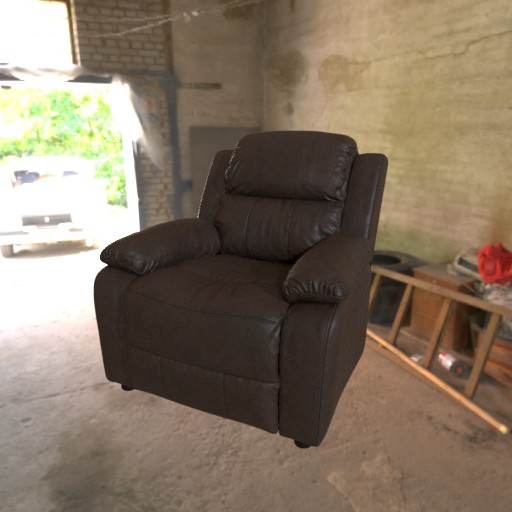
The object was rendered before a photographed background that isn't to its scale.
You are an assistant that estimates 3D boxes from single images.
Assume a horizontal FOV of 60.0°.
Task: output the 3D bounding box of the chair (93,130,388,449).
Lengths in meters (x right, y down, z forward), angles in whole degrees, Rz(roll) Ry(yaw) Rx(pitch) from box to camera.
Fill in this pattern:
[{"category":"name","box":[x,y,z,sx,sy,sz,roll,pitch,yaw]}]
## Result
[{"category":"chair","box":[0.000,0.000,1.291,0.680,0.702,0.707,8,18,25]}]
